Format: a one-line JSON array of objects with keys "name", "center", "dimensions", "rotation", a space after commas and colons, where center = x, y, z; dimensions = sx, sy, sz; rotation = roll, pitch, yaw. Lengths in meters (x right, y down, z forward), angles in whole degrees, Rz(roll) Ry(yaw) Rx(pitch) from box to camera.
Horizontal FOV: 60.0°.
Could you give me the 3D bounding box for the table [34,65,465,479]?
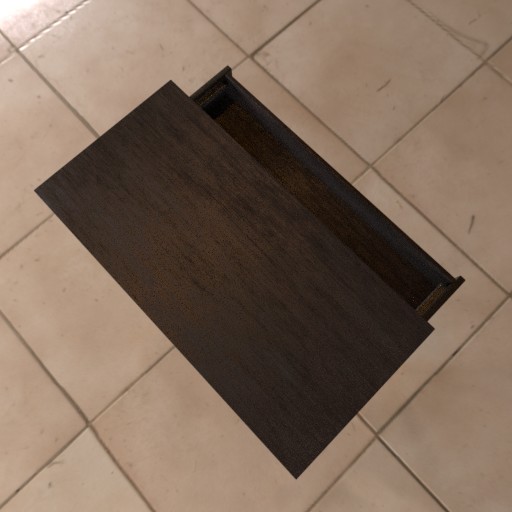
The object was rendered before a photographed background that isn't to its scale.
[{"name": "table", "center": [0.000, 0.000, 1.449], "dimensions": [0.712, 0.570, 1.000], "rotation": [-43, 80, -10]}]
